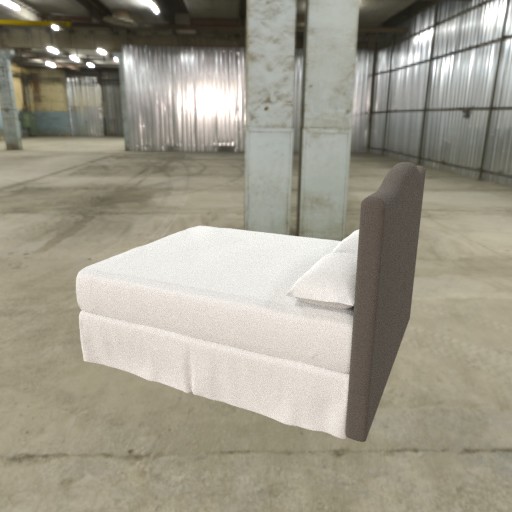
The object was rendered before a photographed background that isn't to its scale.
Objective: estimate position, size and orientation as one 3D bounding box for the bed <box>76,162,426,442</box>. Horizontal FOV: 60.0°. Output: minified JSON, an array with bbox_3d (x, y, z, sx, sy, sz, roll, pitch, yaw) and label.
[{"bbox_3d":[0.000,0.000,3.181,2.036,1.387,1.666,8,18,25],"label":"bed"}]
